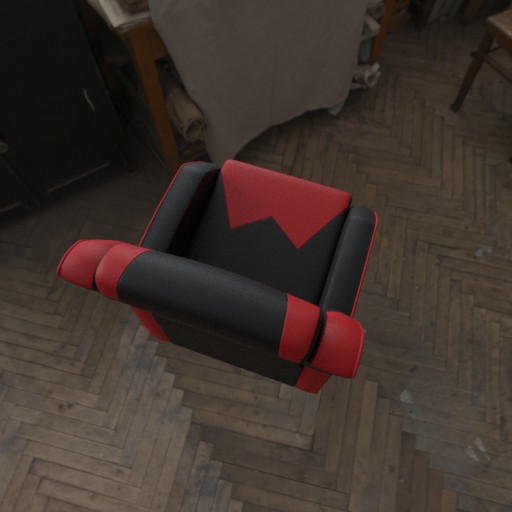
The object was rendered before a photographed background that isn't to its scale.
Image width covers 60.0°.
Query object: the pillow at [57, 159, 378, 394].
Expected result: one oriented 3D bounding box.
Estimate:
[{"bbox_3d":[0.000,0.000,1.285,0.620,0.805,0.672,18,65,8],"label":"pillow"}]
